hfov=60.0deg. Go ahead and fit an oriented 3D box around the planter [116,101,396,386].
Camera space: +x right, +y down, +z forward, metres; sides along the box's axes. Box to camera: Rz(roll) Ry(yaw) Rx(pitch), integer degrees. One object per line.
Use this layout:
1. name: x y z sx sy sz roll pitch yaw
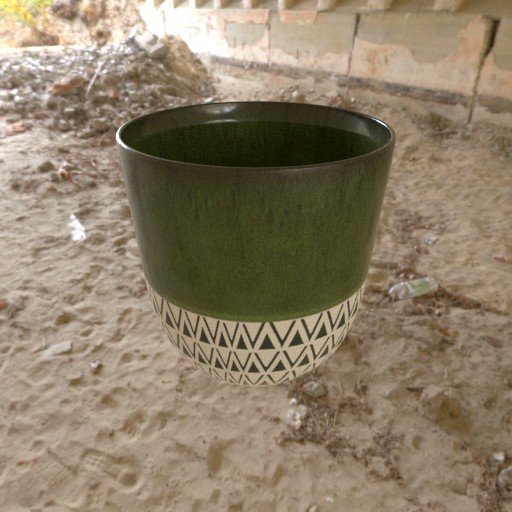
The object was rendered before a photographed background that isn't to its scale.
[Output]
1. planter: 0.000 0.000 0.467 0.245 0.270 0.245 0 29 0
